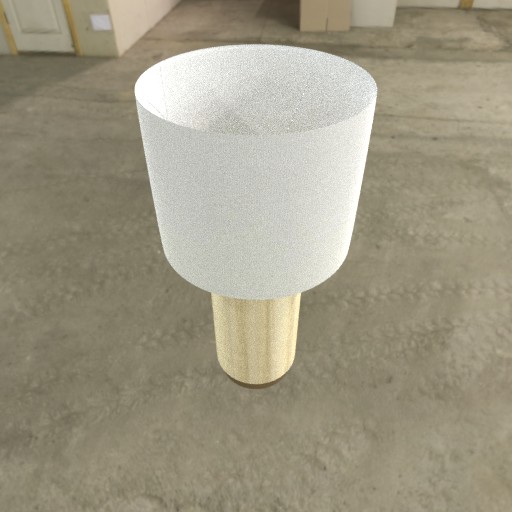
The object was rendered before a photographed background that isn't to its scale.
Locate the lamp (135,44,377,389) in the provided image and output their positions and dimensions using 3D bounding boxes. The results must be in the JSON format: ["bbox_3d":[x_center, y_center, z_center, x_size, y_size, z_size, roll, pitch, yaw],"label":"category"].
[{"bbox_3d":[0.000,0.000,0.568,0.228,0.444,0.228,25,47,26],"label":"lamp"}]
